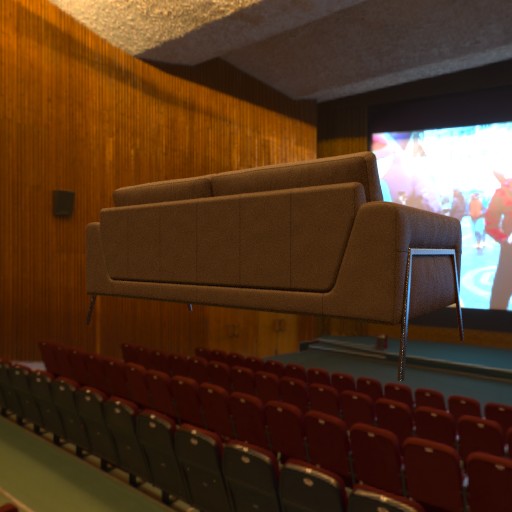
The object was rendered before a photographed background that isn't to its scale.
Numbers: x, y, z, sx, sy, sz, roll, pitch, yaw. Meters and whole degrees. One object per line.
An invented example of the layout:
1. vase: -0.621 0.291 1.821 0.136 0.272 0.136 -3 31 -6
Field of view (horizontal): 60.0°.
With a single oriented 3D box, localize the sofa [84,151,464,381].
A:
1. sofa: 0.000 0.000 2.546 2.017 0.875 0.953 0 0 38
